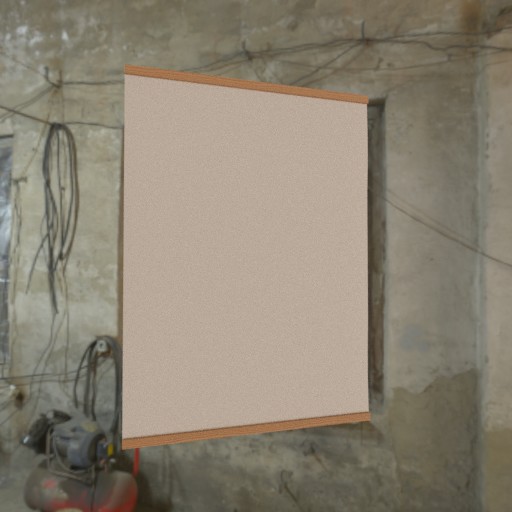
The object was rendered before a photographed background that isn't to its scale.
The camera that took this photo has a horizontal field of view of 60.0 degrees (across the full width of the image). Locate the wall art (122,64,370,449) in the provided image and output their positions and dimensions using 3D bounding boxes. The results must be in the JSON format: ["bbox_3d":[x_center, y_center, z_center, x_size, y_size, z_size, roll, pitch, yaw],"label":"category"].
[{"bbox_3d":[0.000,0.000,1.289,0.739,1.016,0.020,0,-1,-17],"label":"wall art"}]
